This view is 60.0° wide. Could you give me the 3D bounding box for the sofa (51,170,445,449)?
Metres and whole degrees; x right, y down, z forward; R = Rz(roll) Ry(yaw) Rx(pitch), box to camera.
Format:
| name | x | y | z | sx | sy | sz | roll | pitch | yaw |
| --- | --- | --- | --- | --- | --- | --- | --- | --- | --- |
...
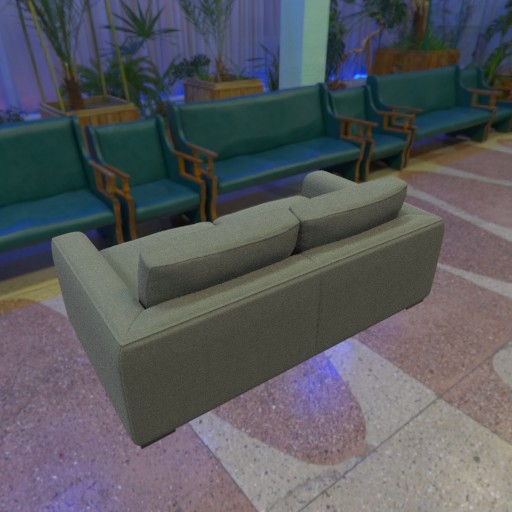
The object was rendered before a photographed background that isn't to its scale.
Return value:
| name | x | y | z | sx | sy | sz | roll | pitch | yaw |
| --- | --- | --- | --- | --- | --- | --- | --- | --- | --- |
| sofa | 0.000 | 0.000 | 2.463 | 1.920 | 0.800 | 1.069 | -19 | 35 | -30 |
